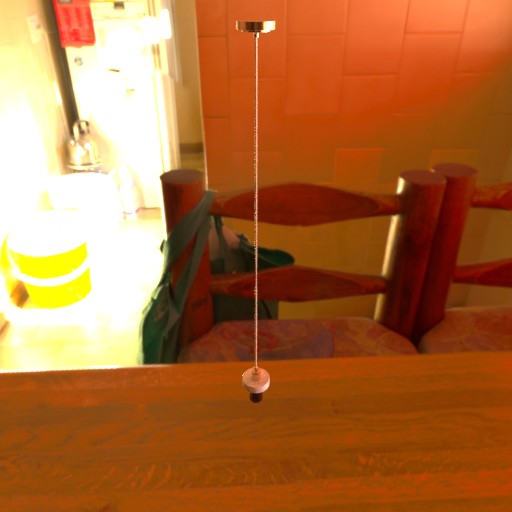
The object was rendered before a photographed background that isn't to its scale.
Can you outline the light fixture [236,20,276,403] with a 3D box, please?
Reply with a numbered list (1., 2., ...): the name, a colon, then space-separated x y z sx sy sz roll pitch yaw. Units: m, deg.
1. light fixture: 0.000 0.000 1.778 0.129 1.669 0.129 -19 35 -28
